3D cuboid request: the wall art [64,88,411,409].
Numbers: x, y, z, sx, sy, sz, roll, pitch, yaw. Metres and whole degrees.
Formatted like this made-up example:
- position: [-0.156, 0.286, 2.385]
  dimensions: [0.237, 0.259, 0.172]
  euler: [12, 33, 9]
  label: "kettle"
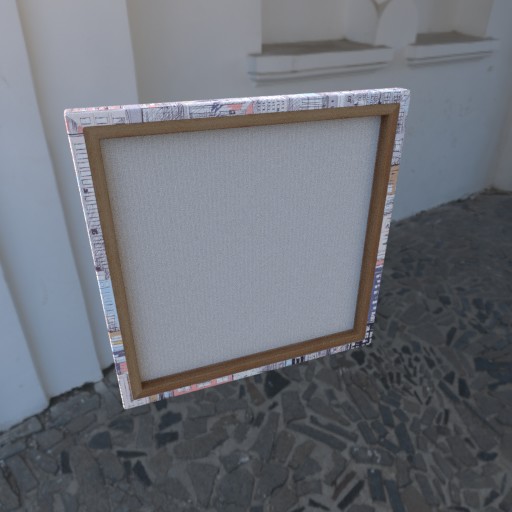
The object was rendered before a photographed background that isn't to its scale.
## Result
- position: [0.000, 0.000, 1.122]
  dimensions: [0.761, 0.762, 0.048]
  euler: [-10, 31, -18]
  label: "wall art"
